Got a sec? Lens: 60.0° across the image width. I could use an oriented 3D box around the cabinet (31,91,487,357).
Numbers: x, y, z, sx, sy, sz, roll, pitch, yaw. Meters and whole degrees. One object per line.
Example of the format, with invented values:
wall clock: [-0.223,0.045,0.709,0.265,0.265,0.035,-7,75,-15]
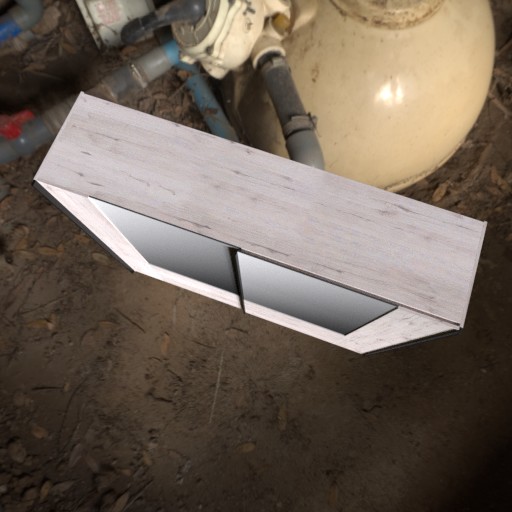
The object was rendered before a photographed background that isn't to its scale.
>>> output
cabinet: [0.000,0.000,3.547,2.500,2.180,0.660,19,75,5]
